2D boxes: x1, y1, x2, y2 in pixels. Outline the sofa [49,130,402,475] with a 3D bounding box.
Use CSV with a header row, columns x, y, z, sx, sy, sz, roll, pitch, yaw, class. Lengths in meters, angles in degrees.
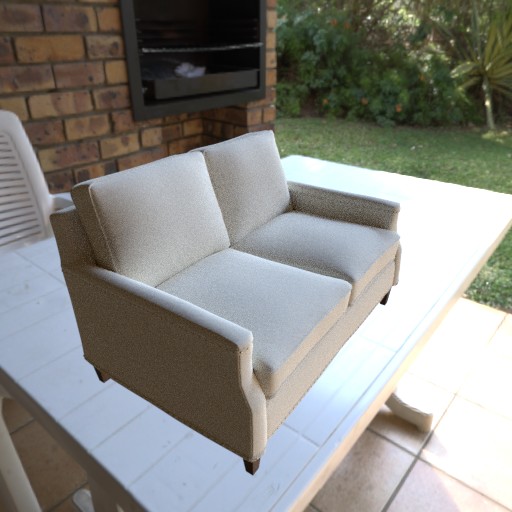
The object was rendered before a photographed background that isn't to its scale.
x,y,z,sx,sy,sz,roll,pitch,yaw,class
0.000,0.000,2.272,1.084,1.003,1.597,17,32,30,sofa
